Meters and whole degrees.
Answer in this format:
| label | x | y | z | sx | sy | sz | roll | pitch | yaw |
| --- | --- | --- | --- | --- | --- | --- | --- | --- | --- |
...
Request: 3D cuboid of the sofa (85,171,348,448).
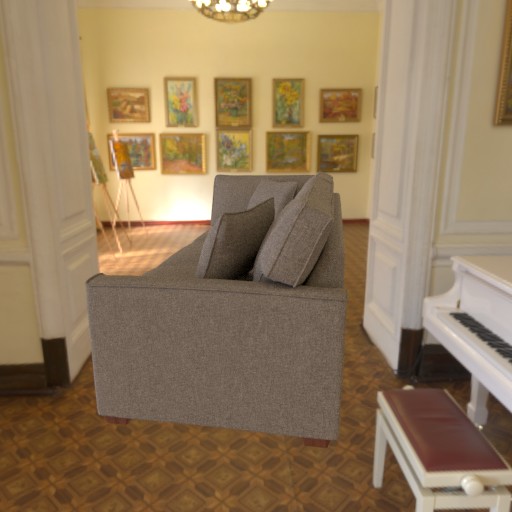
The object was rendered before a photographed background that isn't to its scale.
| label | x | y | z | sx | sy | sz | roll | pitch | yaw |
| --- | --- | --- | --- | --- | --- | --- | --- | --- | --- |
| sofa | 0.000 | 0.000 | 2.767 | 1.061 | 0.962 | 2.317 | 2 | 14 | 10 |
